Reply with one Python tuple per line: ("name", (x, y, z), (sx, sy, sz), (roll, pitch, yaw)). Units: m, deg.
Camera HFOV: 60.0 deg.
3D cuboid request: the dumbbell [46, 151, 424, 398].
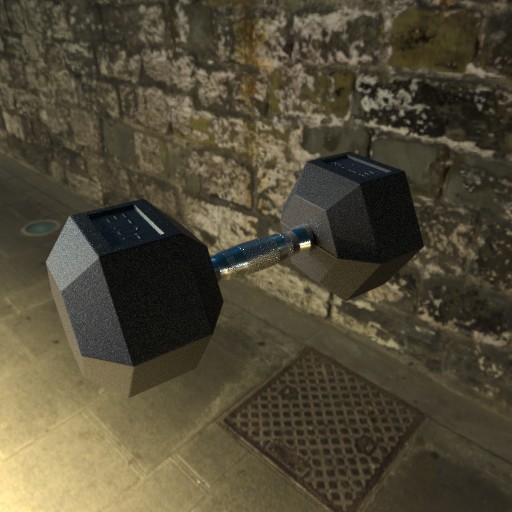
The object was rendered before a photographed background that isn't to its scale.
("dumbbell", (0.000, 0.000, 0.435), (0.361, 0.137, 0.157), (-19, 35, -28))
